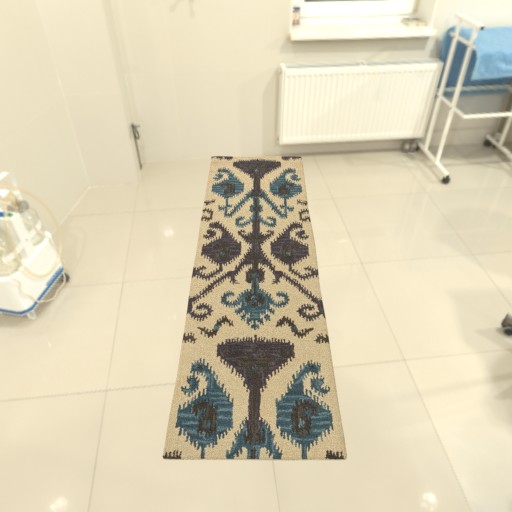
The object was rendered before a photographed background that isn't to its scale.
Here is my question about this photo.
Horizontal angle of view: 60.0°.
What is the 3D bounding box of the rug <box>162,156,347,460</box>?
[{"bbox_3d":[0.000,0.000,2.511,0.692,0.017,2.301,0,41,0],"label":"rug"}]
